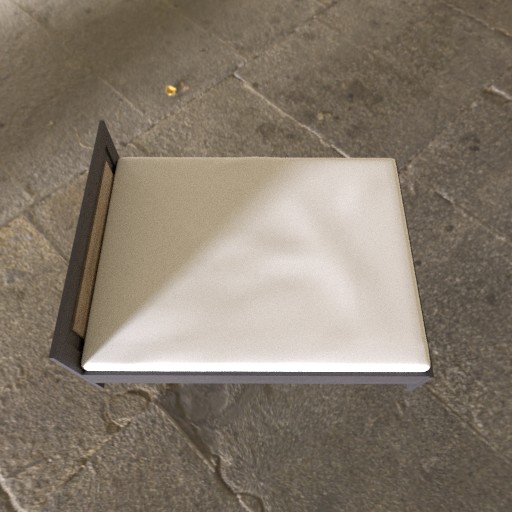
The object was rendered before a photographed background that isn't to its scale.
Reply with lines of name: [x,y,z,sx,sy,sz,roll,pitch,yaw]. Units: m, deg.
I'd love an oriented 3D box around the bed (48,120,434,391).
bed: [0.000,0.000,2.938,2.073,0.823,1.585,0,63,0]
